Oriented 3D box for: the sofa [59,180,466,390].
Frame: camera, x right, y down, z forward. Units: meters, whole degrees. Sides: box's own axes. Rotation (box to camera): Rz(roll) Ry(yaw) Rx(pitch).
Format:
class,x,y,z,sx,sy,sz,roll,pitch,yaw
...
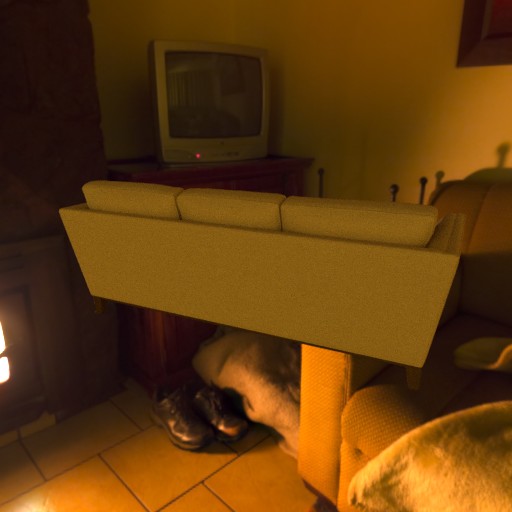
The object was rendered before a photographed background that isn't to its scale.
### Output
class,x,y,z,sx,sy,sz,roll,pitch,yaw
sofa,0.000,0.000,2.876,2.388,0.940,0.965,8,19,25
